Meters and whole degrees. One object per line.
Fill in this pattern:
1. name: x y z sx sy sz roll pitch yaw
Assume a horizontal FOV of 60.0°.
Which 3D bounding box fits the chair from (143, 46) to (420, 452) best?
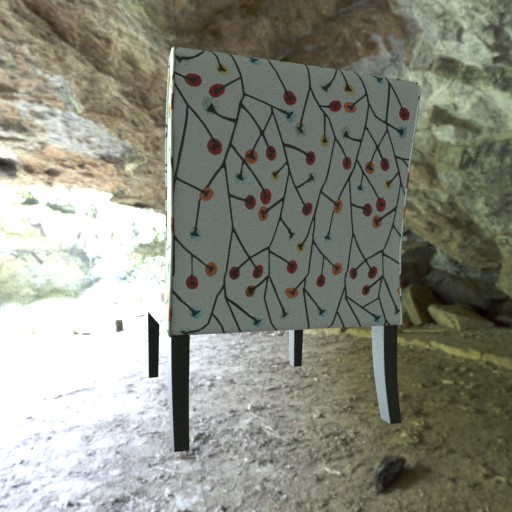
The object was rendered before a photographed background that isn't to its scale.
1. chair: 0.000 0.000 1.276 0.597 0.813 0.732 0 -1 -18
